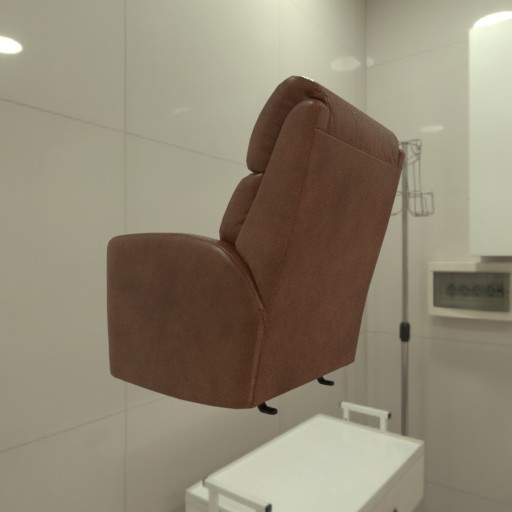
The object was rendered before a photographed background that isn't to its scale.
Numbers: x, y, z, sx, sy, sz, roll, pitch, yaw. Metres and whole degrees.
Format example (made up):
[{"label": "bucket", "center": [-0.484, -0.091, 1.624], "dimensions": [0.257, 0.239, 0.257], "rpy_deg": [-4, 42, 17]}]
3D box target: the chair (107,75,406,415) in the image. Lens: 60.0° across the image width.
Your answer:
[{"label": "chair", "center": [0.000, 0.000, 1.718], "dimensions": [0.939, 1.016, 0.787], "rpy_deg": [0, 0, 37]}]
